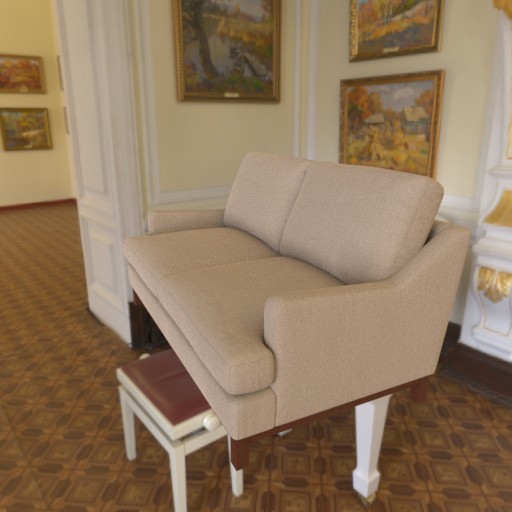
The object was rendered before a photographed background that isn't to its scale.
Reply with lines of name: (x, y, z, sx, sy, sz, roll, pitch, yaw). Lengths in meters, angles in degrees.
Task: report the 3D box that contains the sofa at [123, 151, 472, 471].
sofa: (0.000, 0.000, 2.164, 1.004, 0.910, 1.619, -8, 19, -25)
